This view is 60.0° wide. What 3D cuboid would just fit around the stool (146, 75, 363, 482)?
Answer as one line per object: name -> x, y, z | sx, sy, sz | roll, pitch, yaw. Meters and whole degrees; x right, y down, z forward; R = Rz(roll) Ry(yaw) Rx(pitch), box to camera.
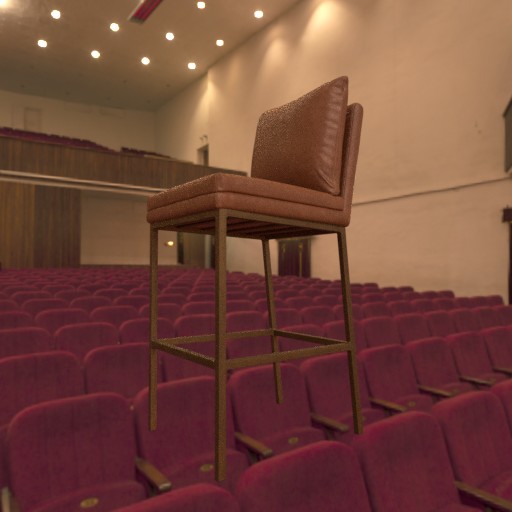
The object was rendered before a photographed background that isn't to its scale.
stool -> 0.000, 0.000, 1.433 | 0.571, 1.124, 0.463 | 1, -2, -36
